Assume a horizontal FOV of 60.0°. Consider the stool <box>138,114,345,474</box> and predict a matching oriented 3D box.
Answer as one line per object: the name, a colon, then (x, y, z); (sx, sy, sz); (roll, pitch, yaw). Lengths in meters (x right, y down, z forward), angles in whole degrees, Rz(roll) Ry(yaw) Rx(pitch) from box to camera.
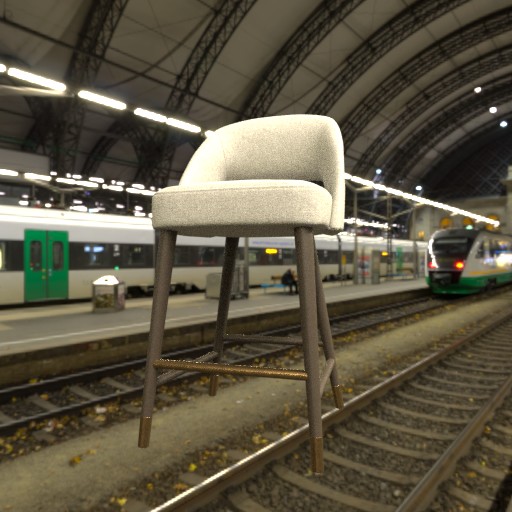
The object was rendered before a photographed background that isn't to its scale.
stool: (0.000, 0.000, 1.256); (0.494, 0.940, 0.509); (0, 0, 17)
